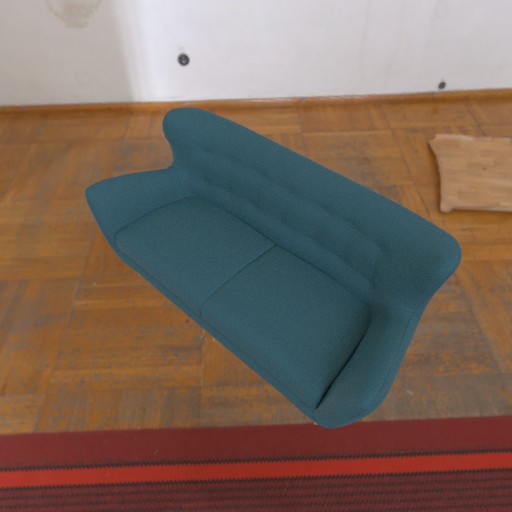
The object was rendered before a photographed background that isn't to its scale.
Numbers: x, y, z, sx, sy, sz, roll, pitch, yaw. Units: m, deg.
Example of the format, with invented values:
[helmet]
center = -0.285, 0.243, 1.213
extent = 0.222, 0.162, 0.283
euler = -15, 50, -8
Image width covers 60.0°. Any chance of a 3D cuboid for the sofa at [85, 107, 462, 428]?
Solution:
[sofa]
center = 0.000, 0.000, 2.420
extent = 1.930, 0.890, 0.889
euler = 34, 56, 28
